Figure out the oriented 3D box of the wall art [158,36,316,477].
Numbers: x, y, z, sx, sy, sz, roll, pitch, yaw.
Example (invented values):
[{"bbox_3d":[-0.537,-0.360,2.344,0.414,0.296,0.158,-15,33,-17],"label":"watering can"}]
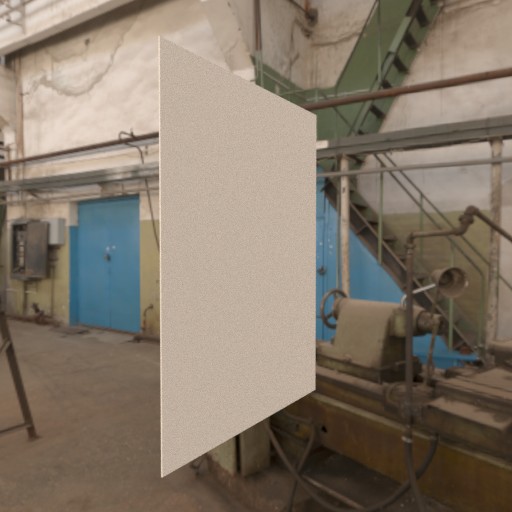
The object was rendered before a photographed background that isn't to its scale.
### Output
[{"bbox_3d":[0.000,0.000,0.799,0.003,0.610,0.457,1,2,35],"label":"wall art"}]
